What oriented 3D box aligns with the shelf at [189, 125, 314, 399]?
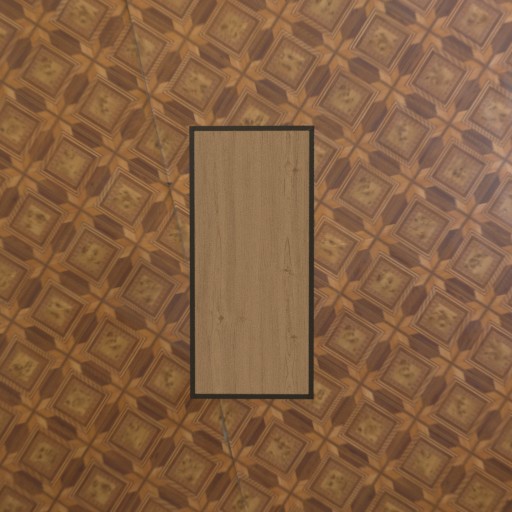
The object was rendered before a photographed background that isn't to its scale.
[{"bbox_3d":[0.000,0.000,2.171,0.350,1.850,0.770,0,91,1],"label":"shelf"}]
